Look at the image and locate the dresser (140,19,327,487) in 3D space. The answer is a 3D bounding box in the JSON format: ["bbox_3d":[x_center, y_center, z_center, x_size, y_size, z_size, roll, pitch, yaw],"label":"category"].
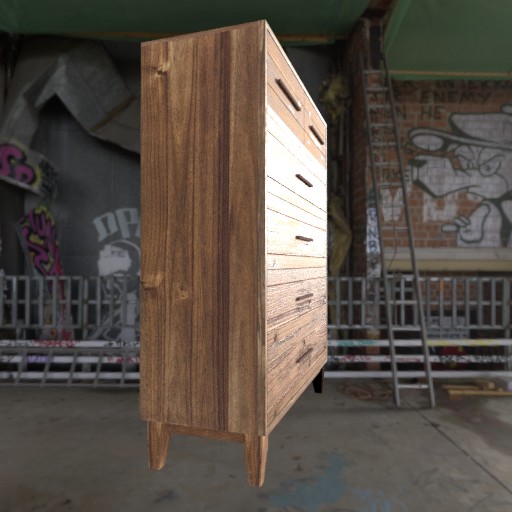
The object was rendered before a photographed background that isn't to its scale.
[{"bbox_3d":[0.000,0.000,1.880,0.442,1.393,1.062,0,-1,19],"label":"dresser"}]
